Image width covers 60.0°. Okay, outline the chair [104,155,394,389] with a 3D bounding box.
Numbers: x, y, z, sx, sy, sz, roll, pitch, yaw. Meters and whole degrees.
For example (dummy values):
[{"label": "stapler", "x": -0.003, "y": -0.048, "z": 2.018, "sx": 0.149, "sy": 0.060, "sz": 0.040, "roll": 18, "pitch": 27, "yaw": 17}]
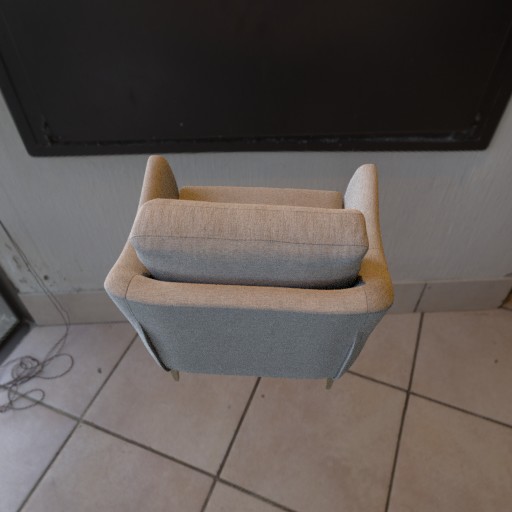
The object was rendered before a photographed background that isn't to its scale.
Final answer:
[{"label": "chair", "x": 0.000, "y": 0.000, "z": 1.718, "sx": 0.986, "sy": 0.902, "sz": 0.961, "roll": 2, "pitch": 48, "yaw": 2}]
